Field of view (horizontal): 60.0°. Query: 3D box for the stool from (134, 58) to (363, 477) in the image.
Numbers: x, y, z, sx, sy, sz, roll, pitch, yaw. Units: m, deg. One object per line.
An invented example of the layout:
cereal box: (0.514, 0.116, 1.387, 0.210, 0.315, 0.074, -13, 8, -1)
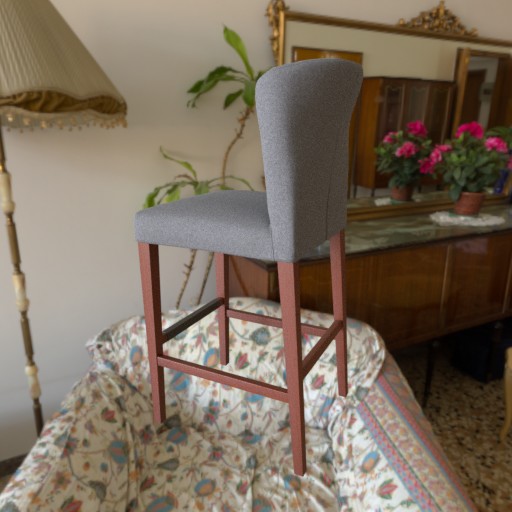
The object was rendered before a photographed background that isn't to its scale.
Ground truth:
stool: (0.000, 0.000, 1.354, 0.568, 1.069, 0.481, 8, 18, 26)
